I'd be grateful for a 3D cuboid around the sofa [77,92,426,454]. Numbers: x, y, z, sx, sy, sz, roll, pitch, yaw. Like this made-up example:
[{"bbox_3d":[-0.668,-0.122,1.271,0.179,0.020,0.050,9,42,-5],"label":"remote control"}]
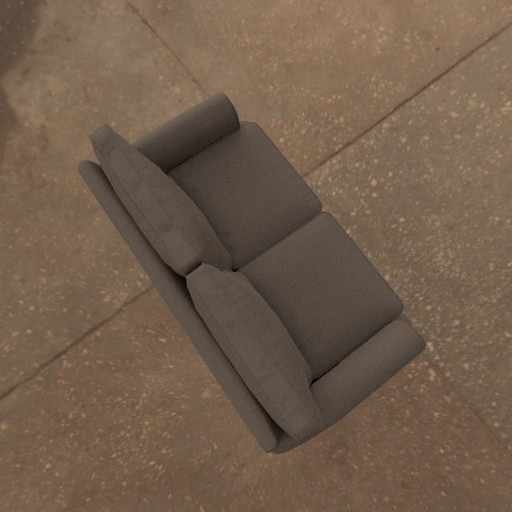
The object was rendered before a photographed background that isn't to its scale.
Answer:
[{"bbox_3d":[0.000,0.000,2.217,0.964,0.937,1.665,-34,77,-9],"label":"sofa"}]
